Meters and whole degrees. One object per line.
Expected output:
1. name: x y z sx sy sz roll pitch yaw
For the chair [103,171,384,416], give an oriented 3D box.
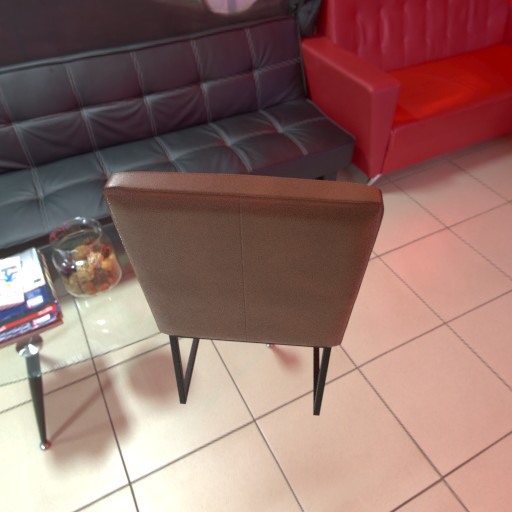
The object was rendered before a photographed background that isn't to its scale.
1. chair: 0.000 0.000 1.311 0.520 0.930 0.634 4 46 4
